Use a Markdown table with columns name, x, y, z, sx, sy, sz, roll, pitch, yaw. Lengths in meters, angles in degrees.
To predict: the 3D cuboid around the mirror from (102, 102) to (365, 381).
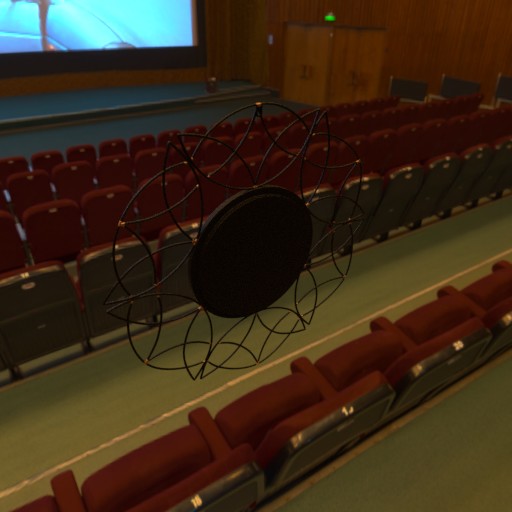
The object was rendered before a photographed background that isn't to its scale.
| name | x | y | z | sx | sy | sz | roll | pitch | yaw |
| --- | --- | --- | --- | --- | --- | --- | --- | --- | --- |
| mirror | 0.000 | 0.000 | 1.154 | 0.797 | 0.775 | 0.028 | -19 | 37 | -28 |
